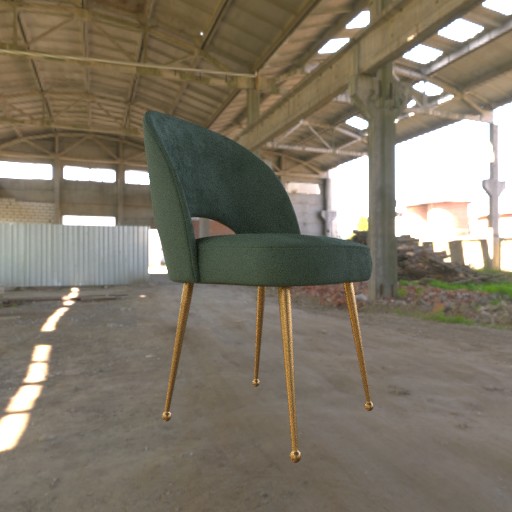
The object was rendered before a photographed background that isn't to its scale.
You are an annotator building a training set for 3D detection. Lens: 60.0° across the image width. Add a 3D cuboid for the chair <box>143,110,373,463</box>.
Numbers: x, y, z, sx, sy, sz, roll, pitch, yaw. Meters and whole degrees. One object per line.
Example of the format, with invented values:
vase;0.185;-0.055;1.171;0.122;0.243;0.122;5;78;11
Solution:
chair;0.000;0.000;1.231;0.577;0.860;0.527;0;0;37
